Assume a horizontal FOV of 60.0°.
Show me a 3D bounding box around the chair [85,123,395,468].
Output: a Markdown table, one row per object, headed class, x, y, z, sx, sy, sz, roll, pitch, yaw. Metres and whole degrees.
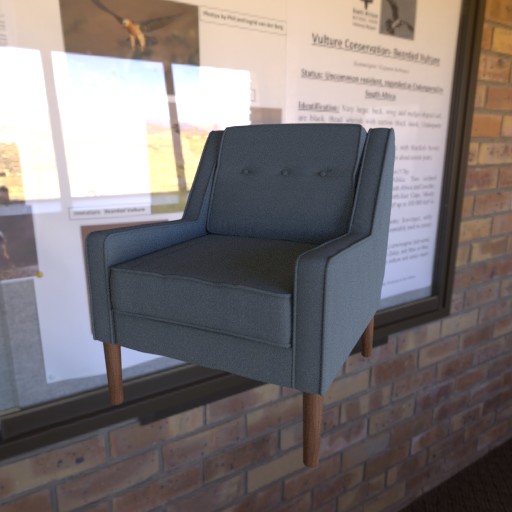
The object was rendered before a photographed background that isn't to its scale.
| class | x | y | z | sx | sy | sz | roll | pitch | yaw |
| --- | --- | --- | --- | --- | --- | --- | --- | --- | --- |
| chair | 0.000 | 0.000 | 1.325 | 0.663 | 0.780 | 0.733 | 7 | 16 | 25 |
